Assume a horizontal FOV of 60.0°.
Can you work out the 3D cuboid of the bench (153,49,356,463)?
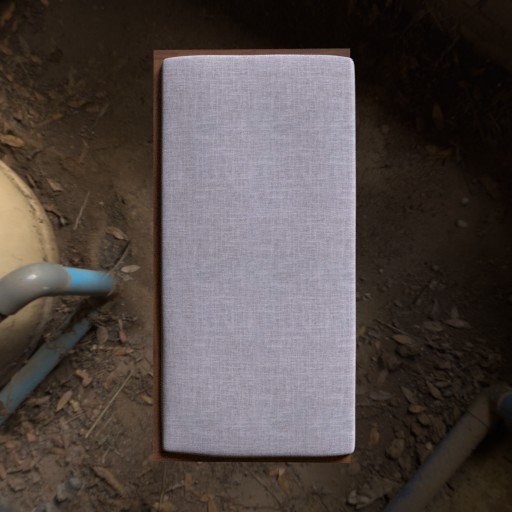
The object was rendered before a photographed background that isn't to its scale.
[{"bbox_3d":[0.000,0.000,0.989,0.362,0.461,0.734,0,89,1],"label":"bench"}]
